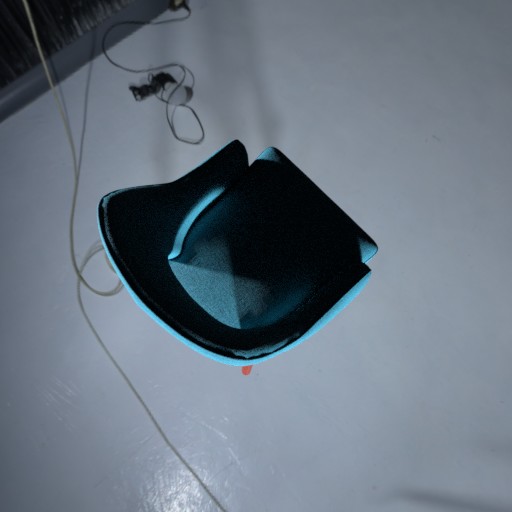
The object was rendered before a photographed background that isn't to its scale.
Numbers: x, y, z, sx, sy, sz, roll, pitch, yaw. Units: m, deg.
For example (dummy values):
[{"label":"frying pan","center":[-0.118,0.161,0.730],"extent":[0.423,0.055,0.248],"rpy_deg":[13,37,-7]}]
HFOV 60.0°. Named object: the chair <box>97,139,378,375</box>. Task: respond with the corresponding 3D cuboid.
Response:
[{"label":"chair","center":[0.000,0.000,1.264],"extent":[0.605,0.849,0.548],"rpy_deg":[-42,78,-10]}]
